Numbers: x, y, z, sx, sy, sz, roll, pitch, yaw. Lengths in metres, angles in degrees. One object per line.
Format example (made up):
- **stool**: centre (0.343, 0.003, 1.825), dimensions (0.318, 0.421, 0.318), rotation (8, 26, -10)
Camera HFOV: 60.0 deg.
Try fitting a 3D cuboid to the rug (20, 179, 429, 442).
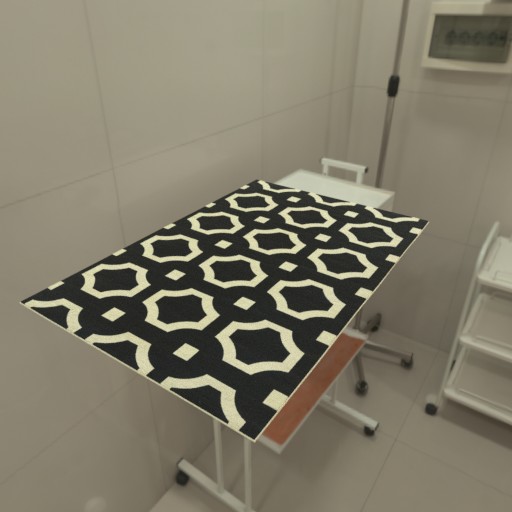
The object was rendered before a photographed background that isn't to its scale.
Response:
- **rug**: centre (0.000, 0.000, 2.848), dimensions (1.555, 0.016, 2.286), rotation (19, 35, 29)
